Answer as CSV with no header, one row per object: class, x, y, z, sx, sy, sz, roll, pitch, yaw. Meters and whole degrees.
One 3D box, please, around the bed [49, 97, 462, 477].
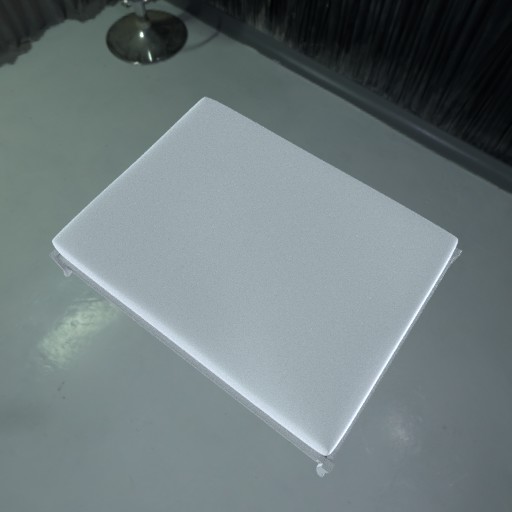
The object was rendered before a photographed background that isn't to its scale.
bed,0.000,0.000,2.838,2.108,0.510,1.604,33,68,15
